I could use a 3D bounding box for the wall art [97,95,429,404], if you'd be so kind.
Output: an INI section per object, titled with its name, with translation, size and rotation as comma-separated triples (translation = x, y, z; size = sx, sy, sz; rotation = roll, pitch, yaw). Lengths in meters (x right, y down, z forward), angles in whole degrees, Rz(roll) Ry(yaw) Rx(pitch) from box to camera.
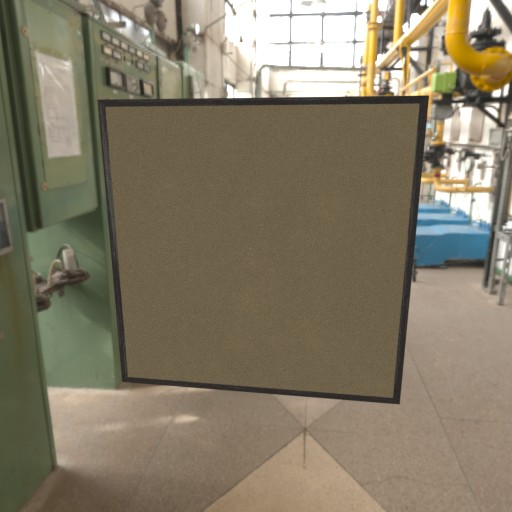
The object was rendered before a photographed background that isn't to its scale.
[wall art]
translation = 0.000, 0.000, 1.129
size = 0.762, 0.758, 0.043
rotation = 2, 15, 8
